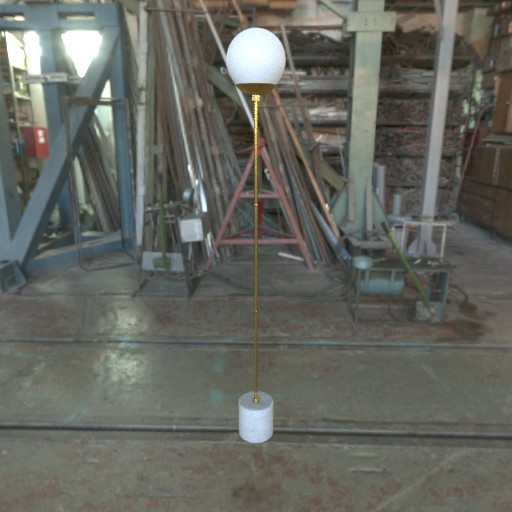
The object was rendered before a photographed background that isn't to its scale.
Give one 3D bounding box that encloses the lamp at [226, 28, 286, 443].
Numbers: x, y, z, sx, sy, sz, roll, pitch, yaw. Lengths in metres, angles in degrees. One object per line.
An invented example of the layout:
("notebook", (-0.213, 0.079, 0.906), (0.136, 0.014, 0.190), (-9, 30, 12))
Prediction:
("lamp", (0.000, 0.000, 1.882), (0.224, 1.753, 0.224), (-15, 22, -41))
